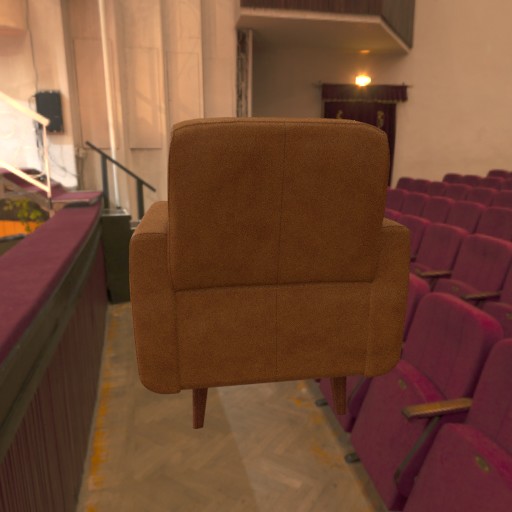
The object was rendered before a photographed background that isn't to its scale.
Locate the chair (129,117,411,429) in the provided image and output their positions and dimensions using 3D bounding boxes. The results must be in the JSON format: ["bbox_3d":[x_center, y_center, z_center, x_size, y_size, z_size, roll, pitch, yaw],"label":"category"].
[{"bbox_3d":[0.000,0.000,1.683,0.845,0.968,0.942,-2,14,-9],"label":"chair"}]
